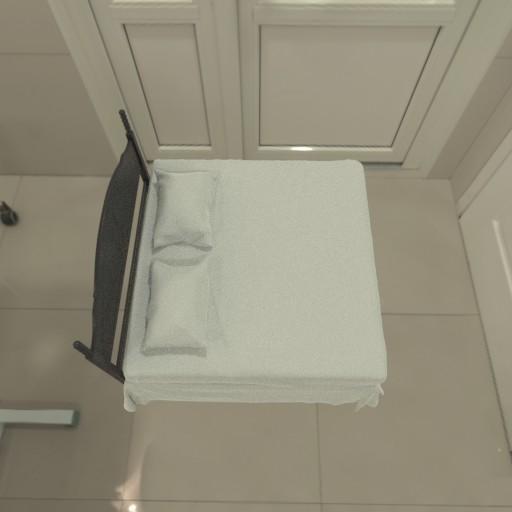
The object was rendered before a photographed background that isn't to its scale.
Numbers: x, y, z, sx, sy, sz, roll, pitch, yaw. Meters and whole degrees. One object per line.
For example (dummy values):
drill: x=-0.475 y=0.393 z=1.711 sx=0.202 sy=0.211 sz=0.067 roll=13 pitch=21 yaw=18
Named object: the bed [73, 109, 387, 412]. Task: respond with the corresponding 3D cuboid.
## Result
bed: x=0.000 y=0.000 z=3.670 sx=2.219 sy=1.355 sz=2.322 roll=1 pitch=64 yaw=0
